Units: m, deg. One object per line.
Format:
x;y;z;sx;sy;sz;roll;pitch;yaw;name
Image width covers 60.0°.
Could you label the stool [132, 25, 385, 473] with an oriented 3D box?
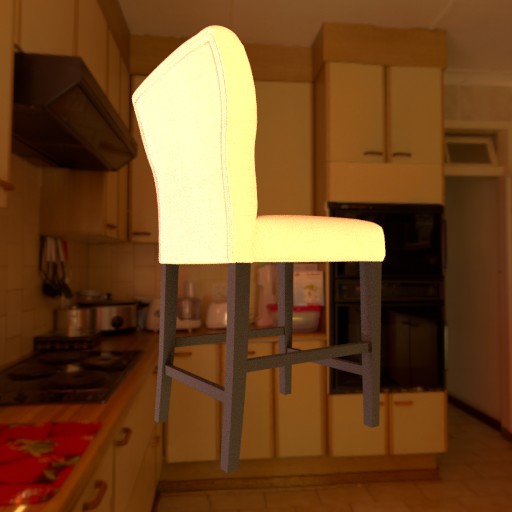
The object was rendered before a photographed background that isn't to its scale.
0.000;0.000;1.277;0.603;0.972;0.514;1;-2;-35;stool
